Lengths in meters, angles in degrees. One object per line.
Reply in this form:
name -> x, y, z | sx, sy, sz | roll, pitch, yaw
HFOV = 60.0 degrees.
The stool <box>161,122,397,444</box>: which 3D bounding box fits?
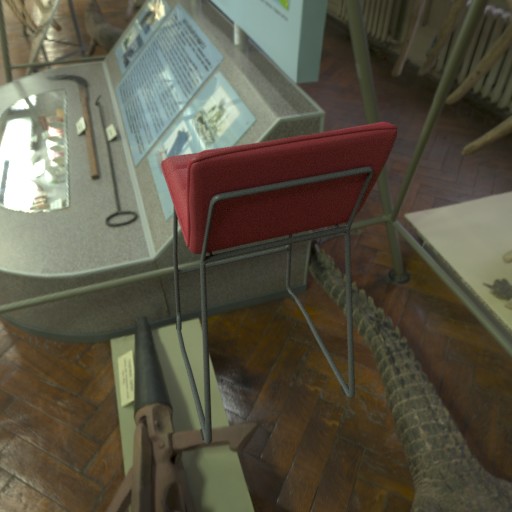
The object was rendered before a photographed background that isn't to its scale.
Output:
stool -> 0.000, 0.000, 1.223 | 0.489, 0.937, 0.524 | -13, 43, -14
